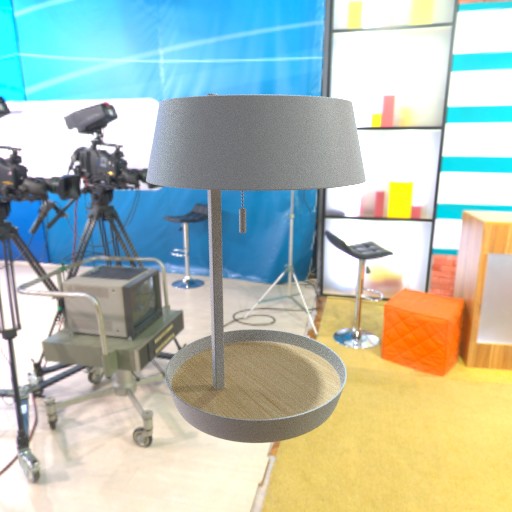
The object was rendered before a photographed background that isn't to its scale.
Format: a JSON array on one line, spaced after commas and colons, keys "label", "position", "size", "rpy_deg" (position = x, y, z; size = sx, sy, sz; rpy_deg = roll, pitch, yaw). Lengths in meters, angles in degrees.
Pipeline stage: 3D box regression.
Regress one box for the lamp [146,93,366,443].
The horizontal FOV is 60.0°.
[{"label": "lamp", "position": [0.000, 0.000, 0.630], "size": [0.291, 0.429, 0.291], "rpy_deg": [0, 15, 0]}]
